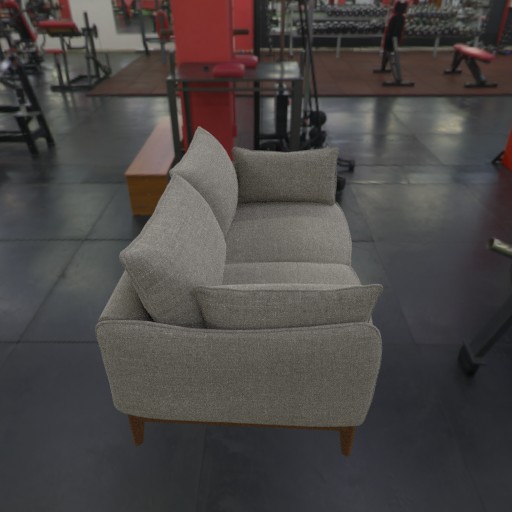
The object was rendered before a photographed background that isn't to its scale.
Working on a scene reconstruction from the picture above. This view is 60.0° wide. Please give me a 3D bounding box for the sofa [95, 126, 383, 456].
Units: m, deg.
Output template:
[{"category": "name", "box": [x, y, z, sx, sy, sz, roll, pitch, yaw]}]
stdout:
[{"category": "sofa", "box": [0.000, 0.000, 2.117, 0.972, 0.851, 1.580, 2, 33, 3]}]
